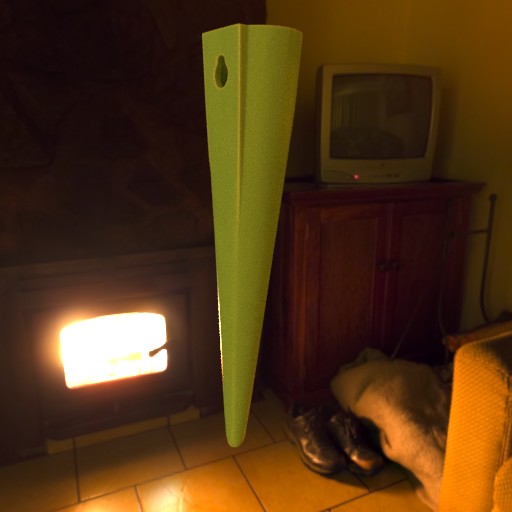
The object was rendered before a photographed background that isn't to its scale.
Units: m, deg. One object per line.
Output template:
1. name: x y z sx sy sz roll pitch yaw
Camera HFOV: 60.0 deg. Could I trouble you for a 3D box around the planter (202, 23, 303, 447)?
1. planter: 0.000 0.000 0.293 0.055 0.268 0.054 -14 20 -43
